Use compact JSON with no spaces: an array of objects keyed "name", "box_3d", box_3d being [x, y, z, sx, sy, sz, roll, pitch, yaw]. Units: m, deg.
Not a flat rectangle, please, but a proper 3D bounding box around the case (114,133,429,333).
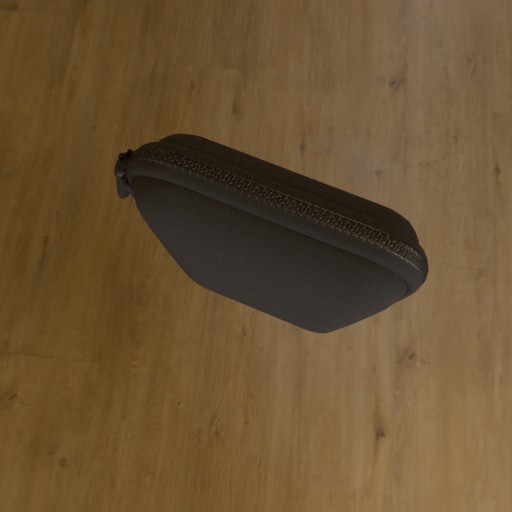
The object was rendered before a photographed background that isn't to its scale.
[{"name":"case","box_3d":[0.000,0.000,0.187,0.107,0.147,0.030,22,78,5]}]
